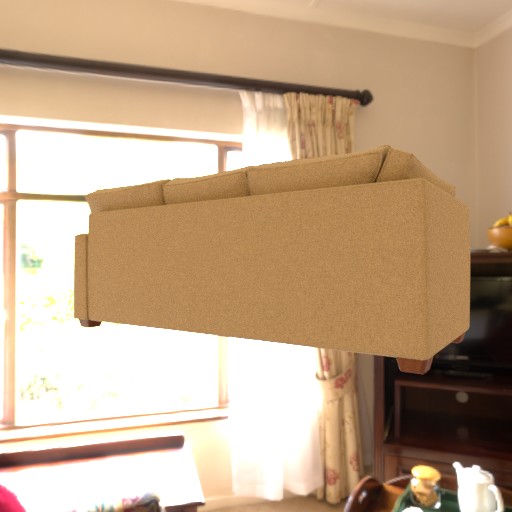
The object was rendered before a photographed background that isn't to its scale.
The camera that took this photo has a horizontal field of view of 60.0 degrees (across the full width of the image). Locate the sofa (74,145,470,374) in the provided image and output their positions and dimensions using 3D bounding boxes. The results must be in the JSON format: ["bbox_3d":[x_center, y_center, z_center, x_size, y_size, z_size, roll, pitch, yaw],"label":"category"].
[{"bbox_3d":[0.000,0.000,2.784,2.317,0.962,1.061,-1,-1,35],"label":"sofa"}]
